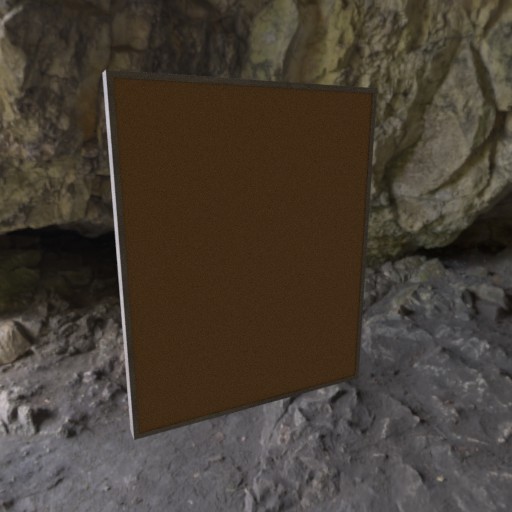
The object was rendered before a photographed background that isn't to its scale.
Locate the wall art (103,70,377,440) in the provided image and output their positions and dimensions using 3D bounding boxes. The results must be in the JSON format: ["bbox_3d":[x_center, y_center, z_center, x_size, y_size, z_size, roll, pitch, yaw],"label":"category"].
[{"bbox_3d":[0.000,0.000,0.706,0.421,0.521,0.032,-7,16,-25],"label":"wall art"}]
